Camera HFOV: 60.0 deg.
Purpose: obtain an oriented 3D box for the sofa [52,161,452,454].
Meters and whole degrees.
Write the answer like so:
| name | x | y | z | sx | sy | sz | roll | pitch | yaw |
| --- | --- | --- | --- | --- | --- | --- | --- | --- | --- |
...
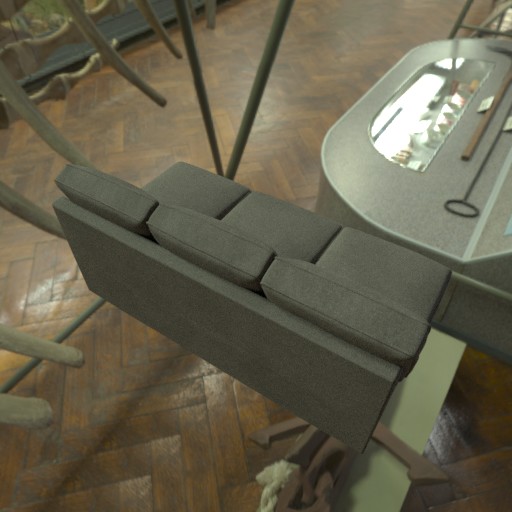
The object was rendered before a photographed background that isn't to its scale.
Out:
| name | x | y | z | sx | sy | sz | roll | pitch | yaw |
| --- | --- | --- | --- | --- | --- | --- | --- | --- | --- |
| sofa | 0.000 | 0.000 | 2.486 | 1.962 | 0.973 | 1.027 | 25 | 51 | 22 |
